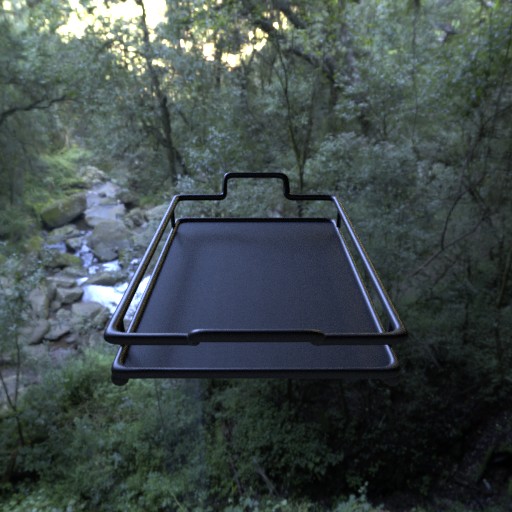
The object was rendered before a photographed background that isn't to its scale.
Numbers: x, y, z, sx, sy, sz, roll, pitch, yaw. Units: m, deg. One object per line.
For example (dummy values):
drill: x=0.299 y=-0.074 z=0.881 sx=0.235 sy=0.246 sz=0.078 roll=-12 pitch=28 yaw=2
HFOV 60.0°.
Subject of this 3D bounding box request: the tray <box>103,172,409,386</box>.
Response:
tray: x=0.000 y=0.000 z=0.613 sx=0.297 sy=0.101 sz=0.495 roll=0 pitch=26 yaw=0
